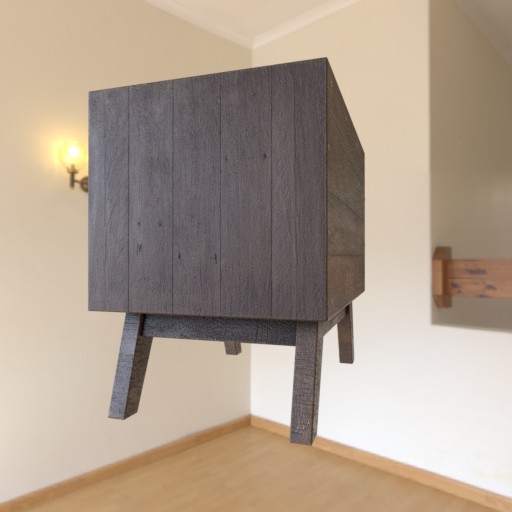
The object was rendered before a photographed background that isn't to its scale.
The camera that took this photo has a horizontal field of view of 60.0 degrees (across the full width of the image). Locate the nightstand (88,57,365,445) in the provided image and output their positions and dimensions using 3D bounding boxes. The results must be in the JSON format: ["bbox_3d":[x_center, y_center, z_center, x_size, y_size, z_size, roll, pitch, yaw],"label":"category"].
[{"bbox_3d":[0.000,0.000,1.047,0.450,0.599,0.650,0,0,19],"label":"nightstand"}]
